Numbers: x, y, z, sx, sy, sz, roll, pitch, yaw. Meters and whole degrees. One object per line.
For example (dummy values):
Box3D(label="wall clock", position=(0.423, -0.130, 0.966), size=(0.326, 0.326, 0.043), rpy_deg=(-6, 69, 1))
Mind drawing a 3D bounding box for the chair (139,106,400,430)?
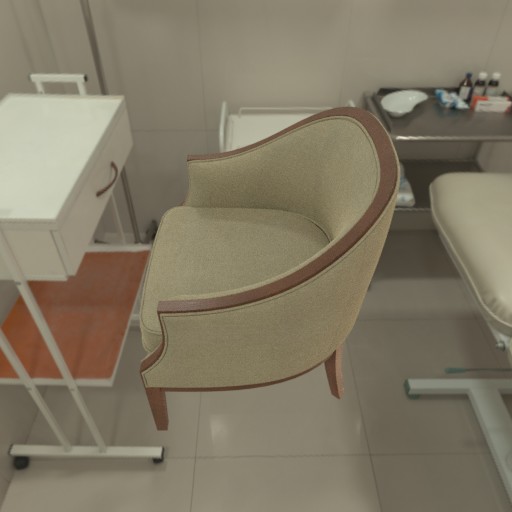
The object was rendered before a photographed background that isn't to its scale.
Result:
Box3D(label="chair", position=(0.000, 0.000, 1.482), size=(0.735, 0.876, 0.803), rpy_deg=(-1, 42, -1))
